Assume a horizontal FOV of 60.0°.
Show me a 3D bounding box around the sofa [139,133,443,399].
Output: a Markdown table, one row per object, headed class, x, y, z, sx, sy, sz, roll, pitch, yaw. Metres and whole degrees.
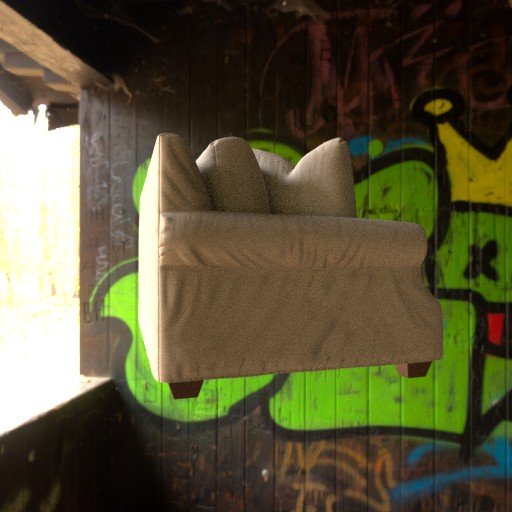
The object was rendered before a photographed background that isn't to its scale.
| class | x | y | z | sx | sy | sz | roll | pitch | yaw |
| --- | --- | --- | --- | --- | --- | --- | --- | --- | --- |
| sofa | 0.000 | 0.000 | 2.168 | 1.070 | 0.905 | 1.550 | 0 | 0 | -17 |
